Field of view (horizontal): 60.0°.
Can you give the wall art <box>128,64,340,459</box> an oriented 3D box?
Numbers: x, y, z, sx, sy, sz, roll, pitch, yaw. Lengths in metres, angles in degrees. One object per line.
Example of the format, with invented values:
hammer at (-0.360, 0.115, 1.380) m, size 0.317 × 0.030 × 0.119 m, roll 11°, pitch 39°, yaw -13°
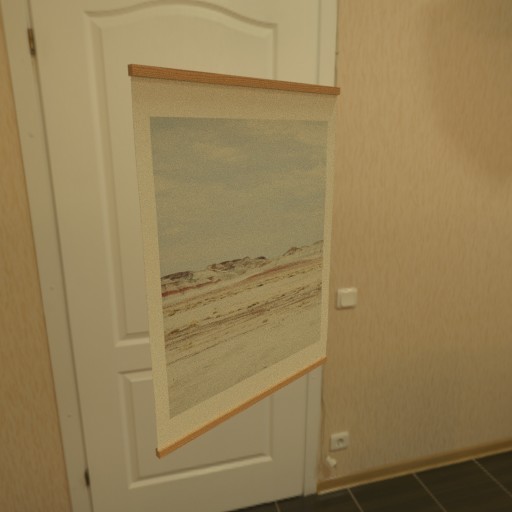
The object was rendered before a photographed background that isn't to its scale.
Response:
wall art at (0.000, 0.000, 0.810) m, size 0.458 × 0.605 × 0.011 m, roll -15°, pitch 22°, yaw -43°
